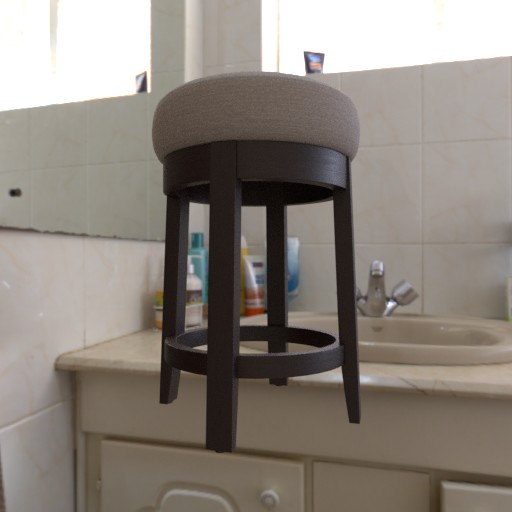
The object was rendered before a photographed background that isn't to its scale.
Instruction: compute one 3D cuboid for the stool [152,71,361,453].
[{"bbox_3d":[0.000,0.000,0.965,0.443,0.672,0.443,0,-1,0],"label":"stool"}]
